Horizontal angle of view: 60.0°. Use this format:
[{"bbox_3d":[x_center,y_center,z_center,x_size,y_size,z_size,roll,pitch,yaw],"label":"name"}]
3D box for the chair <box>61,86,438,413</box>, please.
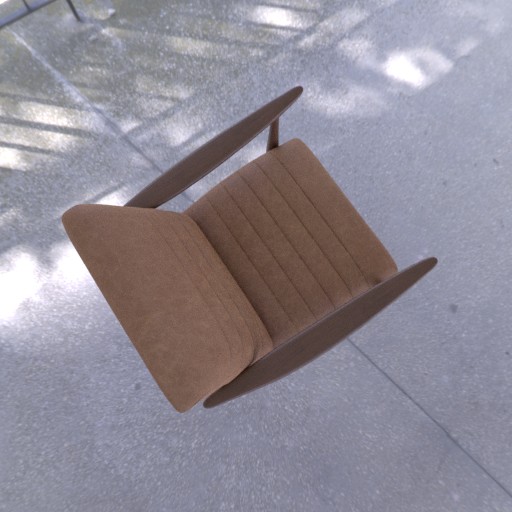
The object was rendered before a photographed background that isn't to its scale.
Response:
[{"bbox_3d":[0.000,0.000,1.454,0.798,0.832,0.741,-33,79,-7],"label":"chair"}]
